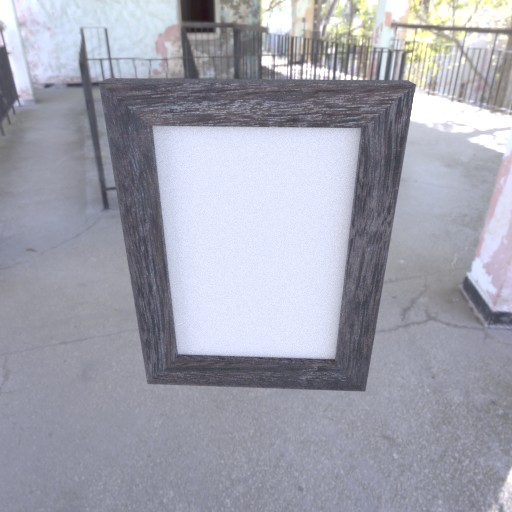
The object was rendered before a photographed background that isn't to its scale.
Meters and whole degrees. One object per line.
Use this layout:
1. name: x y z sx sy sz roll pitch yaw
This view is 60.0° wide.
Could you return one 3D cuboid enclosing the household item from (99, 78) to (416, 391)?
1. household item: 0.000 0.000 0.283 0.160 0.210 0.020 1 29 2
